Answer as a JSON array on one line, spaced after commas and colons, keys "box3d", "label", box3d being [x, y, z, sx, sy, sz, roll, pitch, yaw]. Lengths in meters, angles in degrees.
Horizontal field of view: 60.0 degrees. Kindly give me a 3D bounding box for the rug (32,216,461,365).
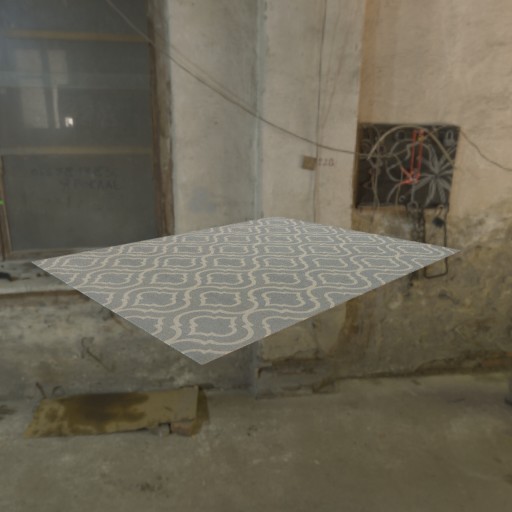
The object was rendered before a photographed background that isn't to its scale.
[{"box3d": [0.000, 0.000, 3.795, 2.892, 0.006, 2.283, -15, 22, -42], "label": "rug"}]
